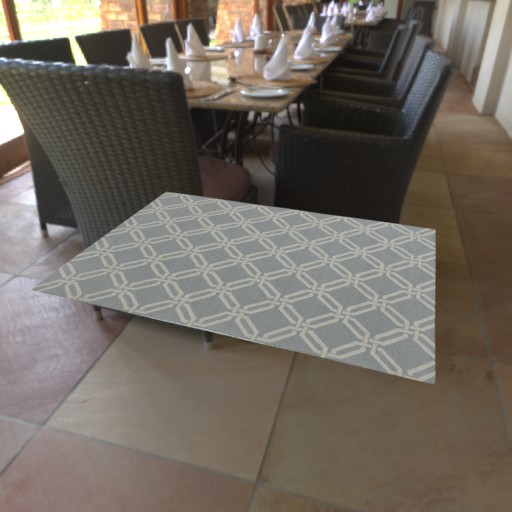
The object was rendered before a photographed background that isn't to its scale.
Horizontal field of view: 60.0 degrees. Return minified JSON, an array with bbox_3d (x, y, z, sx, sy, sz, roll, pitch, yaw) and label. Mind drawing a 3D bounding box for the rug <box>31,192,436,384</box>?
[{"bbox_3d":[0.000,0.000,2.784,2.133,0.013,1.522,10,32,17],"label":"rug"}]
